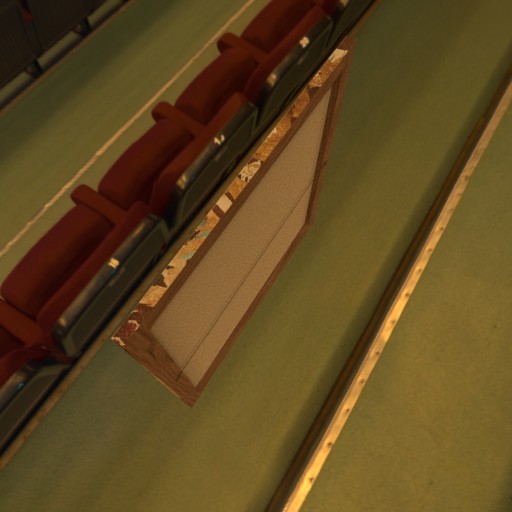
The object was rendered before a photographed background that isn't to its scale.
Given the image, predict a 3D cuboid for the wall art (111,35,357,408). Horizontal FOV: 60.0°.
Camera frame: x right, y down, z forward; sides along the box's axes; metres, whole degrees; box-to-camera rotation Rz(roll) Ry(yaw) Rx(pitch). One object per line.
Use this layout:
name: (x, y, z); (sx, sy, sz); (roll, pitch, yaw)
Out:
wall art: (0.000, 0.000, 1.127); (0.028, 0.762, 0.757); (30, 68, 13)
